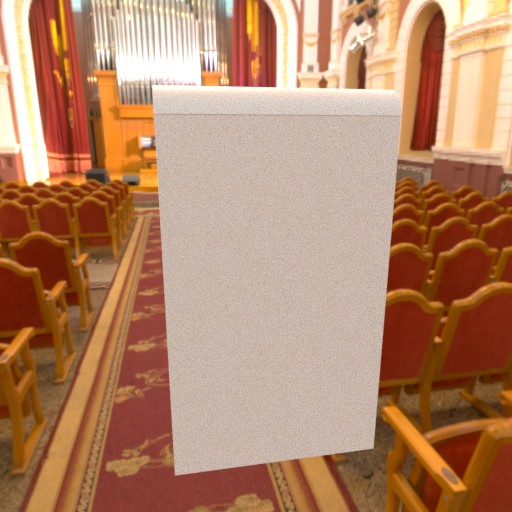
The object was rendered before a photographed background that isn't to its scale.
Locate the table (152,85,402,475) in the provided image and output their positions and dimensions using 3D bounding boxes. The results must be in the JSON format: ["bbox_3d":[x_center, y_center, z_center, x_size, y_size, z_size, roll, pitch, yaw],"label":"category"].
[{"bbox_3d":[0.000,0.000,0.875,0.350,0.590,0.450,-3,16,-10],"label":"table"}]
